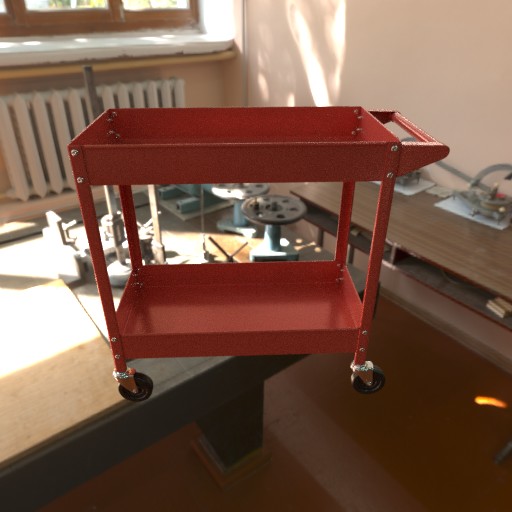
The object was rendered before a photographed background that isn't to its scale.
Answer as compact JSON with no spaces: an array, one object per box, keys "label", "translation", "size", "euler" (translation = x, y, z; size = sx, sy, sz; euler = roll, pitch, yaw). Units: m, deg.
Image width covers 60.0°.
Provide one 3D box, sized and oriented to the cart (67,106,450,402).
[{"label":"cart","translation":[0.000,0.000,1.209],"size":[0.779,0.719,0.366],"euler":[-1,30,-2]}]
